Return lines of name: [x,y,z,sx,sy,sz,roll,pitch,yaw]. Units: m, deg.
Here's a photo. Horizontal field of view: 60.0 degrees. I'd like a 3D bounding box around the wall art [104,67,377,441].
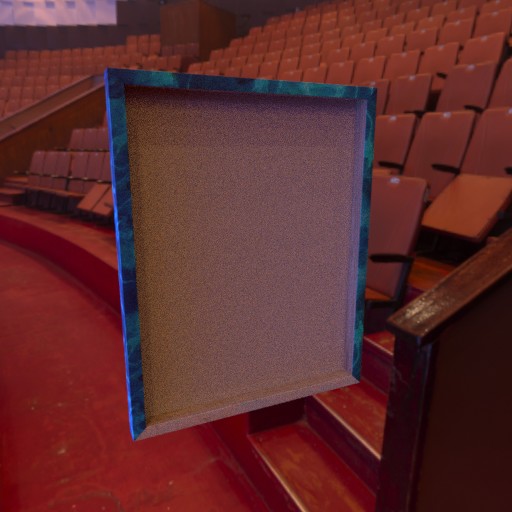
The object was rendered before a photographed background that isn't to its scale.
wall art: [0.000,0.000,0.854,0.508,0.635,0.038,-6,15,-24]
